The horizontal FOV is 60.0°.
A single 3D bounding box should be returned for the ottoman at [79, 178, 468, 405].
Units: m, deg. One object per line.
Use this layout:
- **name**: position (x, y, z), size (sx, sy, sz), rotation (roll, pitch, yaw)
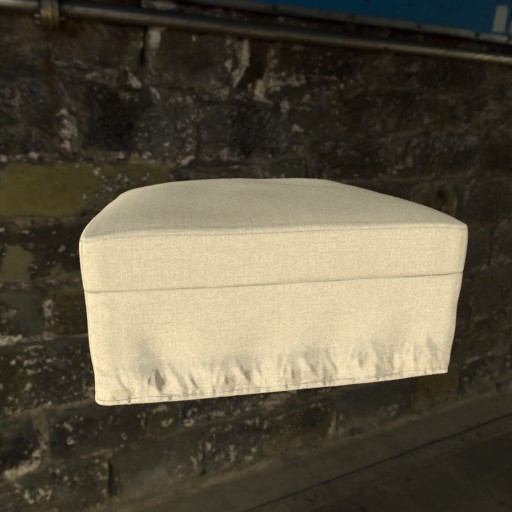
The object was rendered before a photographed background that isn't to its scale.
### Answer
- **ottoman**: position (0.000, 0.000, 1.332), size (0.843, 0.436, 0.840), rotation (-2, 15, -9)
